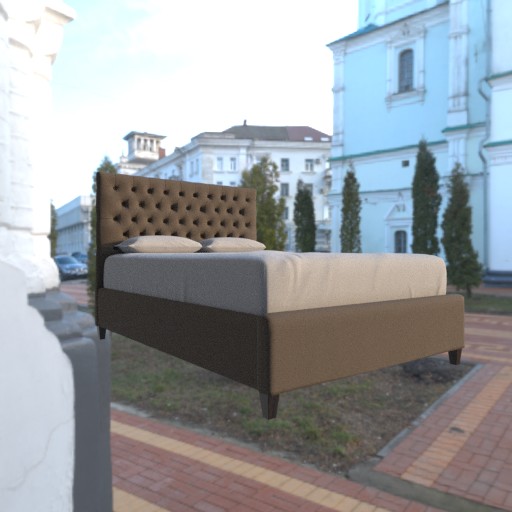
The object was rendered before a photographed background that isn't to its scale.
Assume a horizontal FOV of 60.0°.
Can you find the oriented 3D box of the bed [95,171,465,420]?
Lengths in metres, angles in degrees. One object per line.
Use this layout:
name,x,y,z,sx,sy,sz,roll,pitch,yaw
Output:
bed,0.000,0.000,3.363,1.698,1.427,2.387,0,0,-37
